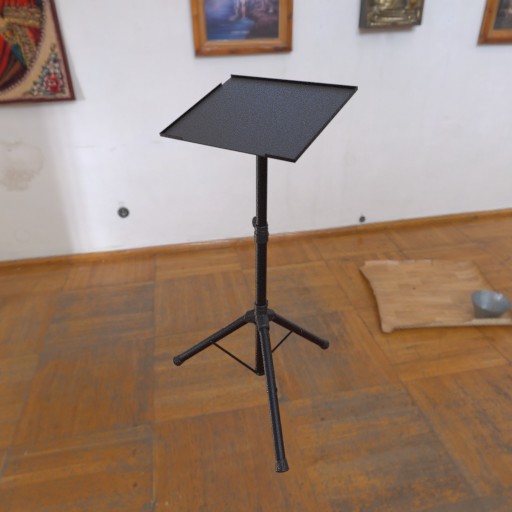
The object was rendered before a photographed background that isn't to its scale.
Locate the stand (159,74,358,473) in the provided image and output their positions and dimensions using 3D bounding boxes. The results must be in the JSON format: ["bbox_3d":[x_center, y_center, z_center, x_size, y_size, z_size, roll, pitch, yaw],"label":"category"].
[{"bbox_3d":[0.000,0.000,1.630,0.702,1.198,0.702,18,34,29],"label":"stand"}]
